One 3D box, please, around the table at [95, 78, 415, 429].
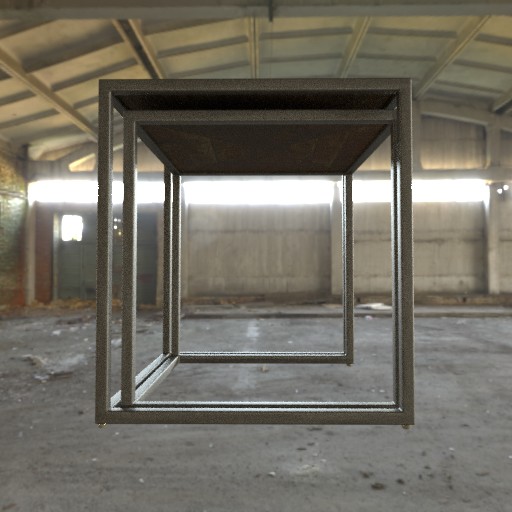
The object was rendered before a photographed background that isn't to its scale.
[{"bbox_3d":[0.000,0.000,0.851,0.449,0.500,0.450,0,-2,1],"label":"table"}]
